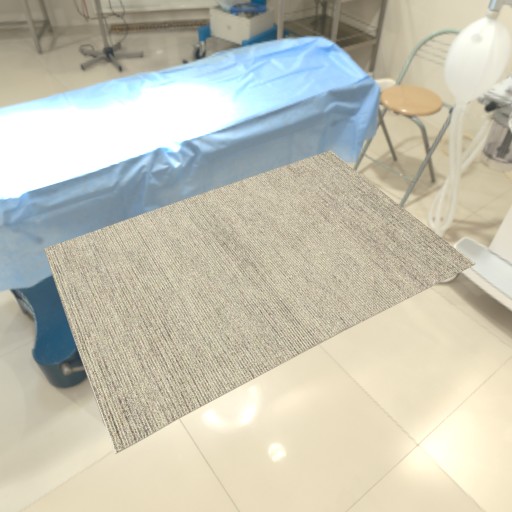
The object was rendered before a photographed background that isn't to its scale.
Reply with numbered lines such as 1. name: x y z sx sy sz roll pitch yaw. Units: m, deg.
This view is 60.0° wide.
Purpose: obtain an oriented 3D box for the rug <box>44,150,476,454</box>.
1. rug: 0.000 0.000 2.192 1.804 0.022 1.162 -22 50 -20
